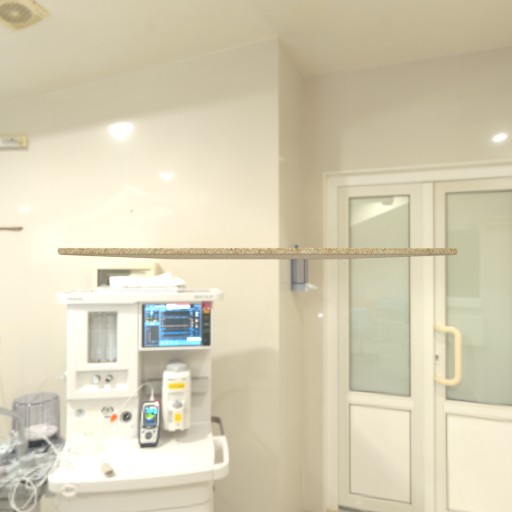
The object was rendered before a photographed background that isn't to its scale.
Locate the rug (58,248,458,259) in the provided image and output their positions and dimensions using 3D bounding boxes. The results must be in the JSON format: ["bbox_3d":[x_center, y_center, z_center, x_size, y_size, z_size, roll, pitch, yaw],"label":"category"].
[{"bbox_3d":[0.000,0.000,2.799,1.500,0.025,2.349,0,-1,-1],"label":"rug"}]
